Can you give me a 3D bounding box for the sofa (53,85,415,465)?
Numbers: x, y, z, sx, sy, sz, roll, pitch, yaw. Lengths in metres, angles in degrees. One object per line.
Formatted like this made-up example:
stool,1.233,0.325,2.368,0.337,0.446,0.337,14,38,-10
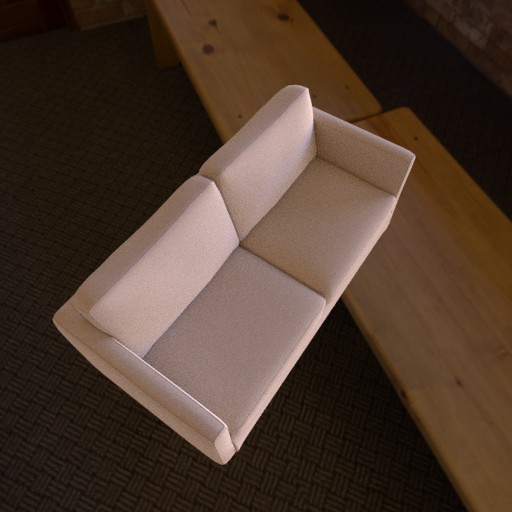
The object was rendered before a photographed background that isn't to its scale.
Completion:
sofa,0.000,0.000,2.237,0.873,0.888,1.722,31,63,17
